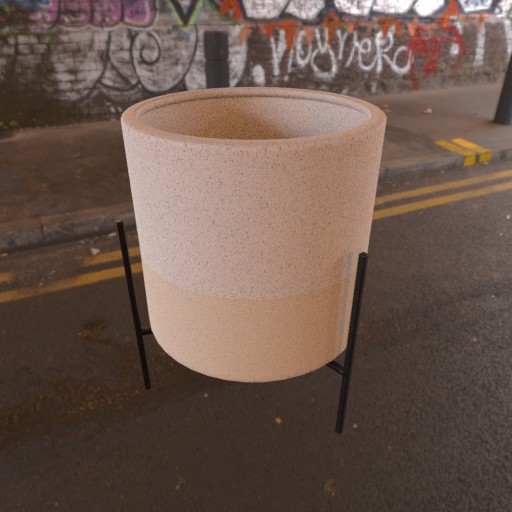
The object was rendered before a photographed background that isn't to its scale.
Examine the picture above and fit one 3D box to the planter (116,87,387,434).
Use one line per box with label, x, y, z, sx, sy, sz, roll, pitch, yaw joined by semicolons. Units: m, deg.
planter;0.000;0.000;0.646;0.313;0.423;0.335;8;31;13
